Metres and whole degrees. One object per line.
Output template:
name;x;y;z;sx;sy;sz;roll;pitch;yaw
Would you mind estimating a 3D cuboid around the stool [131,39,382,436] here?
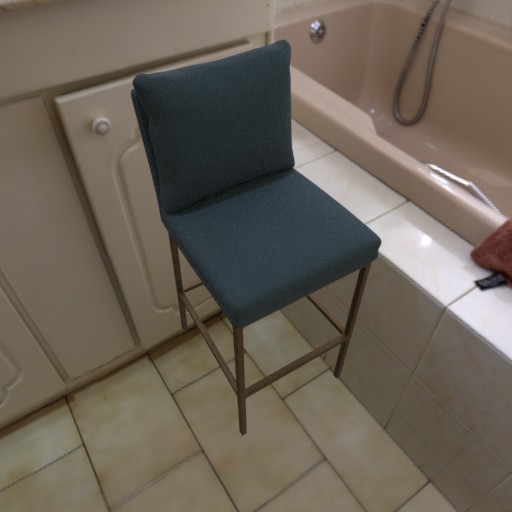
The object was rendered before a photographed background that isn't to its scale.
stool;0.000;0.000;1.405;0.463;1.124;0.568;-24;51;-21
